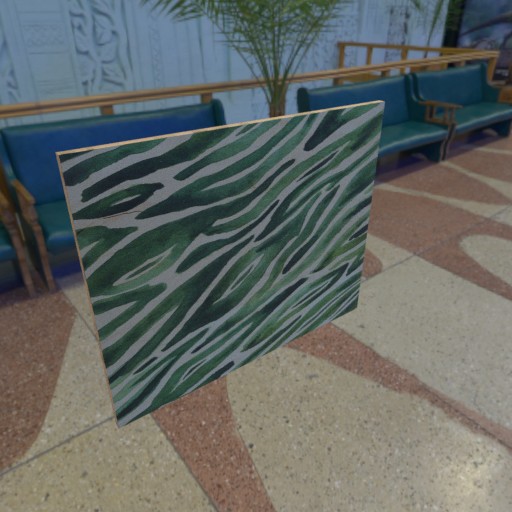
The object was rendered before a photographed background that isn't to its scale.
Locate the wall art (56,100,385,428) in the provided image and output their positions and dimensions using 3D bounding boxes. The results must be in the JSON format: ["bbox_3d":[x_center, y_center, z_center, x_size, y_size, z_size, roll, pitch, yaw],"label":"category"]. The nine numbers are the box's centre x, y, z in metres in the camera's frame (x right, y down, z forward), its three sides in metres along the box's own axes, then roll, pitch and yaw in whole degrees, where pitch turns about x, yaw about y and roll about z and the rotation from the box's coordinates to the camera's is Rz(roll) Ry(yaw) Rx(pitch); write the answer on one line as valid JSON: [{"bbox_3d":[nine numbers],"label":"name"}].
[{"bbox_3d":[0.000,0.000,0.686,0.508,0.408,0.012,-20,35,-31],"label":"wall art"}]
